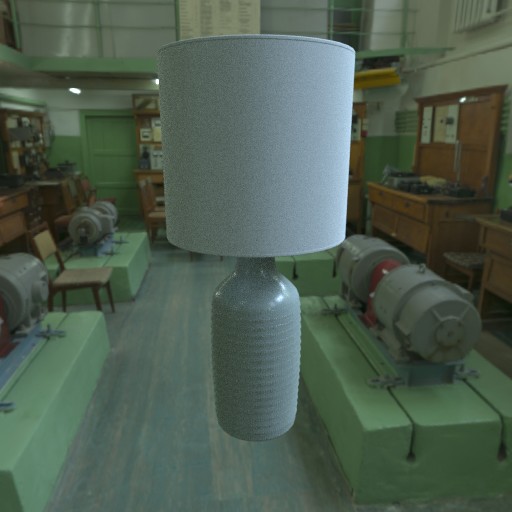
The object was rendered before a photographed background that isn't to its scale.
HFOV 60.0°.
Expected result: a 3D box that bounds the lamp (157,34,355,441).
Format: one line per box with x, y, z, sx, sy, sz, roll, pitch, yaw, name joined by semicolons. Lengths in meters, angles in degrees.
0.000;0.000;0.568;0.220;0.475;0.220;-2;16;-8;lamp
